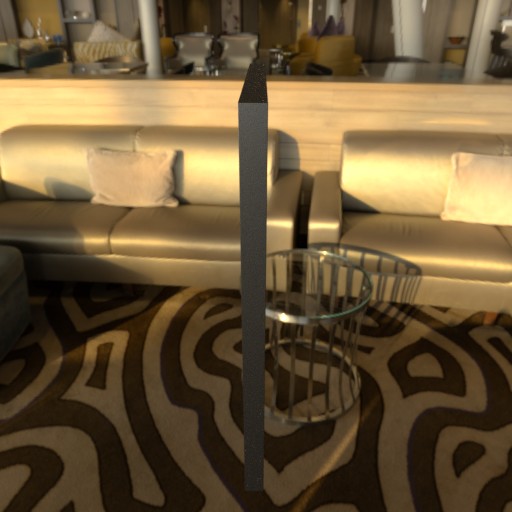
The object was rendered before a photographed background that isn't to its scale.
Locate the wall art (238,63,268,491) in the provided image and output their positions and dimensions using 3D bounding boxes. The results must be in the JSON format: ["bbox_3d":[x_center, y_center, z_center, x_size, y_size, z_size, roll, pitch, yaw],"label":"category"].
[{"bbox_3d":[0.000,0.000,0.738,0.028,0.557,0.457,0,28,1],"label":"wall art"}]
